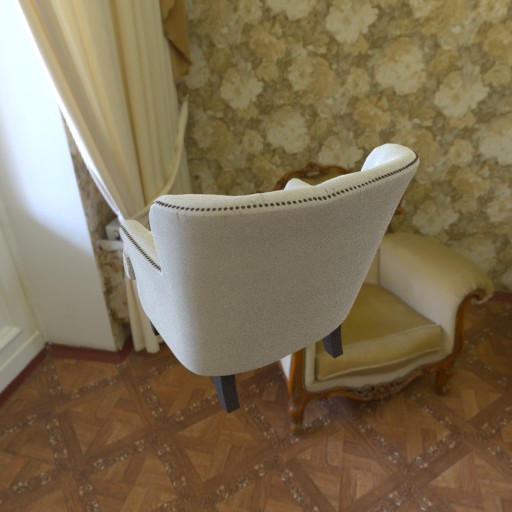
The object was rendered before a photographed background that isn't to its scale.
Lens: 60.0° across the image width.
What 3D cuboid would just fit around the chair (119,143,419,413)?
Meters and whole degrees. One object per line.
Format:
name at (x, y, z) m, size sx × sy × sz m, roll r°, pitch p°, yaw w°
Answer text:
chair at (0.000, 0.000, 1.605) m, size 0.848 × 0.868 × 0.906 m, roll -19°, pitch 35°, yaw -28°
